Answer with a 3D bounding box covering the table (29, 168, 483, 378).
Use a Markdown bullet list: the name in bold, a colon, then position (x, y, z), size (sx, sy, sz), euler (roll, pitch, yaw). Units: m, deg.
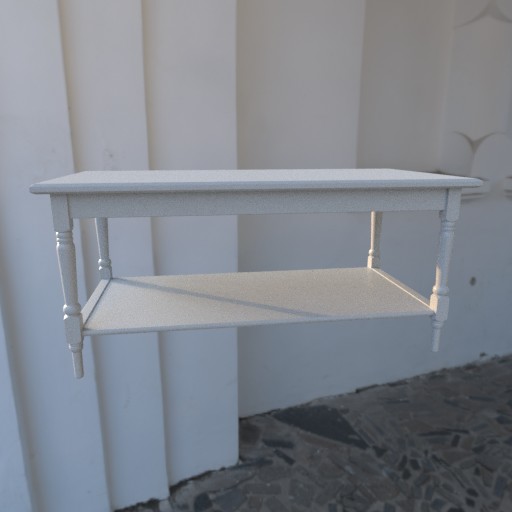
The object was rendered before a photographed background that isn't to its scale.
- **table**: position (0.000, 0.000, 1.392), size (1.109, 0.506, 0.551), euler (-2, 14, -8)
